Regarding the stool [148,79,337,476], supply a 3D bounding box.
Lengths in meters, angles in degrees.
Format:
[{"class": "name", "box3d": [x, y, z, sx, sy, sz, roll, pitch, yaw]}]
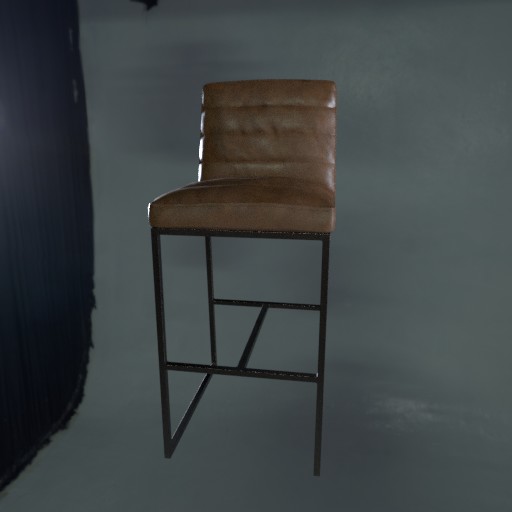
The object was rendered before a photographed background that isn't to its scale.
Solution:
[{"class": "stool", "box3d": [0.000, 0.000, 1.346, 0.463, 1.065, 0.562, 2, 15, 9]}]
